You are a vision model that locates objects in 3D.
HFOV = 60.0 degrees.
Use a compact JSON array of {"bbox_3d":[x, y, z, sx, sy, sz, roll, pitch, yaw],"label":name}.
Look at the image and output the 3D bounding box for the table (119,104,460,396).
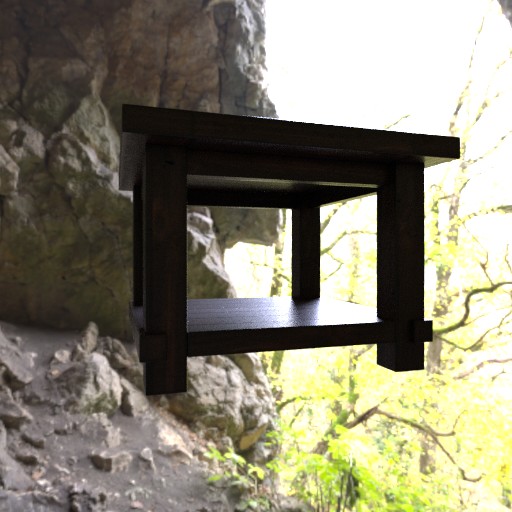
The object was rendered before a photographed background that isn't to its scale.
[{"bbox_3d":[0.000,0.000,1.009,0.593,0.437,0.606,0,0,-18],"label":"table"}]
